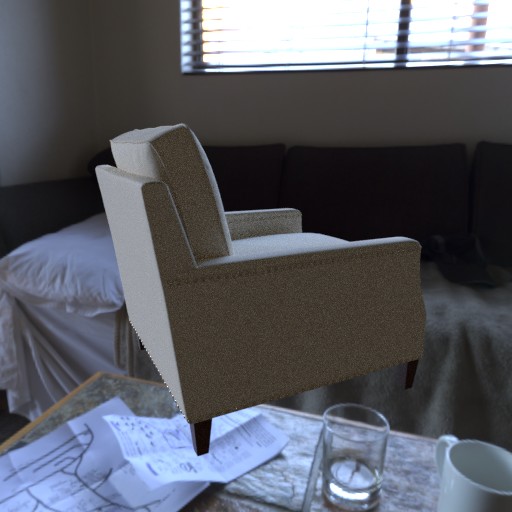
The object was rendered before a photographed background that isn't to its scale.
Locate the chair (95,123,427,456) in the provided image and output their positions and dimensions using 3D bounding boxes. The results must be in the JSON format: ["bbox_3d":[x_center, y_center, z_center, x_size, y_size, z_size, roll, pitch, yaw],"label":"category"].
[{"bbox_3d":[0.000,0.000,1.699,1.014,0.943,0.853,-7,16,-26],"label":"chair"}]
